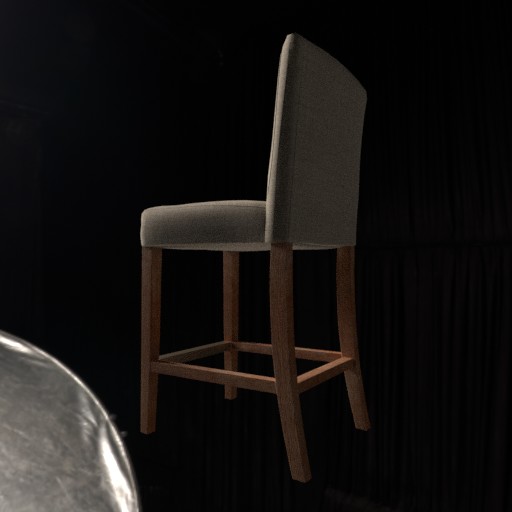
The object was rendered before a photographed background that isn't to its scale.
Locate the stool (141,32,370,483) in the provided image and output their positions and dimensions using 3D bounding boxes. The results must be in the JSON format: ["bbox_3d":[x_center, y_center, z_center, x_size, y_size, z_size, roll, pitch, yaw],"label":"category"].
[{"bbox_3d":[0.000,0.000,1.333,0.567,1.039,0.454,-1,-1,35],"label":"stool"}]
